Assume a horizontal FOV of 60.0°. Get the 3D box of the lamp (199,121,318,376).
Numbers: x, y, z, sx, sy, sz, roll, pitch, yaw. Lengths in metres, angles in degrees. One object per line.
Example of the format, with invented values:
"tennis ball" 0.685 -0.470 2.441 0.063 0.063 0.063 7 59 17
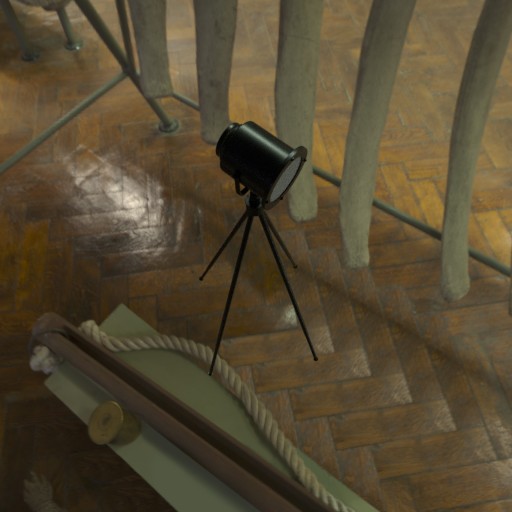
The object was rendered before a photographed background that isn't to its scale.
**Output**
"lamp" 0.000 0.000 2.024 0.884 1.504 0.879 33 65 17
